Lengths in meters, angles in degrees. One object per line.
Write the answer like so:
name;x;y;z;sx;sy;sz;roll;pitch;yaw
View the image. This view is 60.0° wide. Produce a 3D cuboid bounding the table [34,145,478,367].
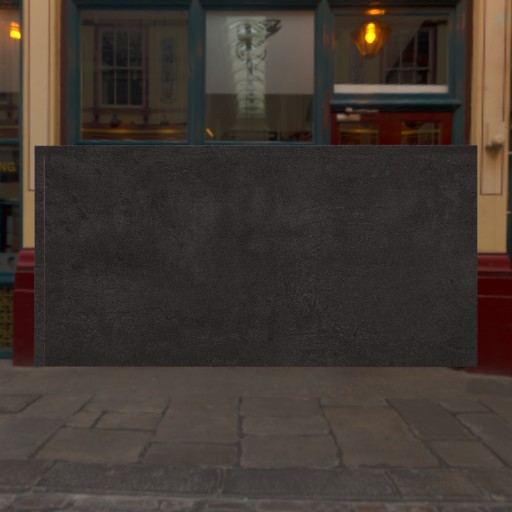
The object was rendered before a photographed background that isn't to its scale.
table;0.000;0.000;0.899;0.700;0.350;0.400;0;0;0
